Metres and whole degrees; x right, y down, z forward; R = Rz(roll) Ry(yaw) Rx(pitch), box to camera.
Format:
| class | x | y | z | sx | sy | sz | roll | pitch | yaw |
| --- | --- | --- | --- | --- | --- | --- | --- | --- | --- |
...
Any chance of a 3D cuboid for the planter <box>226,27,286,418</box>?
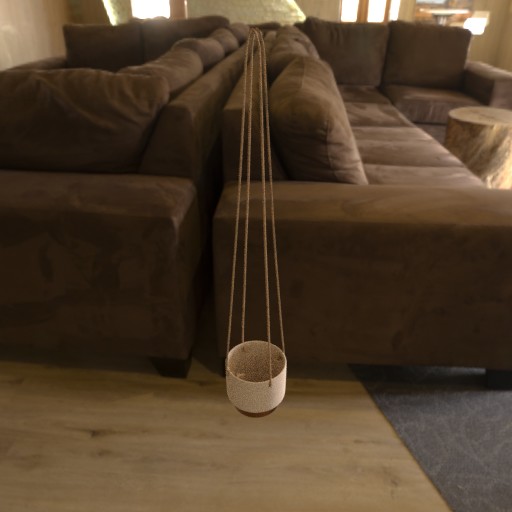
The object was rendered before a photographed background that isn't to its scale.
| class | x | y | z | sx | sy | sz | roll | pitch | yaw |
| --- | --- | --- | --- | --- | --- | --- | --- | --- | --- |
| planter | 0.000 | 0.000 | 0.917 | 0.146 | 0.841 | 0.146 | 10 | 31 | 17 |
